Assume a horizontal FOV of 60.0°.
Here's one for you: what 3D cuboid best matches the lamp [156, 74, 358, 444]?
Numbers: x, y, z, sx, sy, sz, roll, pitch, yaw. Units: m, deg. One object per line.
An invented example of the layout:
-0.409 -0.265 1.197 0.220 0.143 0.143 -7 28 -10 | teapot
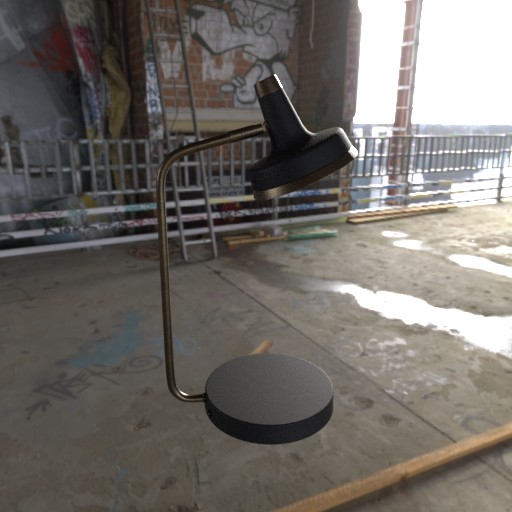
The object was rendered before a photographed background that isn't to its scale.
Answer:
0.000 0.000 0.504 0.218 0.385 0.162 -2 17 -8 | lamp
